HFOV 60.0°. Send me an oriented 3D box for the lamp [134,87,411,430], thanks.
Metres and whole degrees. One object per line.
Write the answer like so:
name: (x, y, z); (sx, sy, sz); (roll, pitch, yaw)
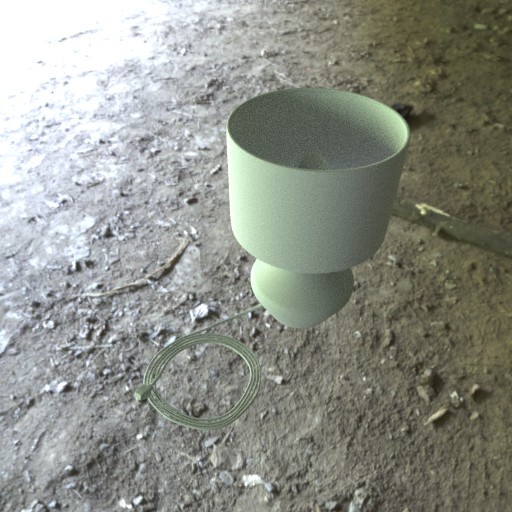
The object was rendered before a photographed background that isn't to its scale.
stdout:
lamp: (0.000, 0.000, 0.838); (0.546, 0.457, 0.401); (-11, 44, -12)
